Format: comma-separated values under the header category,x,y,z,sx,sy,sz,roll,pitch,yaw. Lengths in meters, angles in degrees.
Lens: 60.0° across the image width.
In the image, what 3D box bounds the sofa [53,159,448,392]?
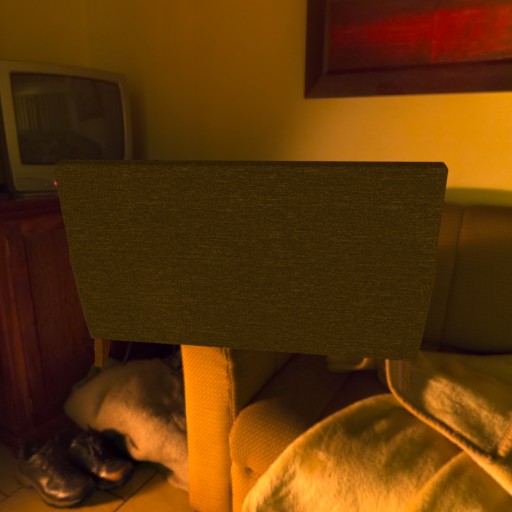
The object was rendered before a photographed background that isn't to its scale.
category,x,y,z,sx,sy,sz,roll,pitch,yaw
sofa,0.000,0.000,2.091,1.509,0.905,0.867,2,14,9
